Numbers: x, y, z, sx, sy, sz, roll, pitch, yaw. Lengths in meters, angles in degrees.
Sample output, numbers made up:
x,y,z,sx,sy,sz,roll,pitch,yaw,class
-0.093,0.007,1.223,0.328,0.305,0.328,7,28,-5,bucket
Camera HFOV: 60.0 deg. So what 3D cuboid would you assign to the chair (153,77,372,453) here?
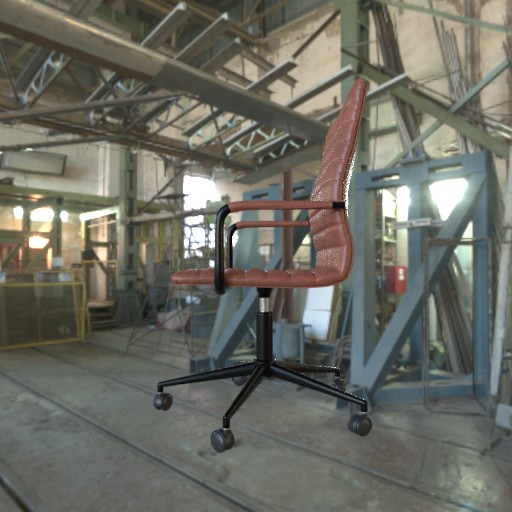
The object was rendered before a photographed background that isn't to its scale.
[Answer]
x,y,z,sx,sy,sz,roll,pitch,yaw,class
0.000,0.000,1.266,0.578,0.878,0.600,0,-2,0,chair
